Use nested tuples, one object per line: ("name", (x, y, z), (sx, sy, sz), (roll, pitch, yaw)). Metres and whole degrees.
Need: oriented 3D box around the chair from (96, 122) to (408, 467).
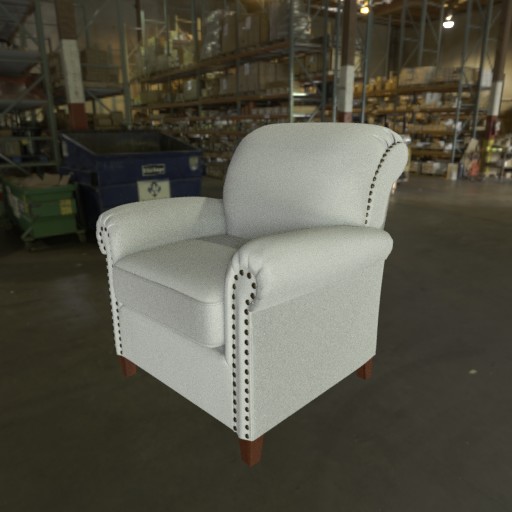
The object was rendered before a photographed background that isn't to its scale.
("chair", (0.000, 0.000, 1.602), (0.854, 0.927, 0.890), (15, 22, 42))
